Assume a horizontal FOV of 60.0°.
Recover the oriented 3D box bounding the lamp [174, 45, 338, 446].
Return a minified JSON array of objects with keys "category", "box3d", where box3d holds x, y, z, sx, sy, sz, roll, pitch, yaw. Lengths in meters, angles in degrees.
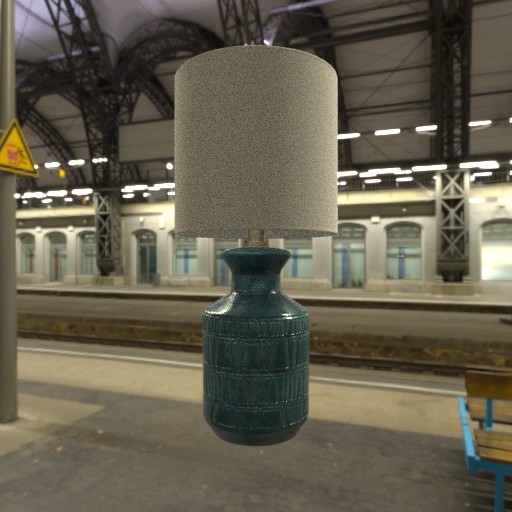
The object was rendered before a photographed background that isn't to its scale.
[{"category":"lamp","box3d":[0.000,0.000,0.583,0.211,0.455,0.211,0,0,0]}]
